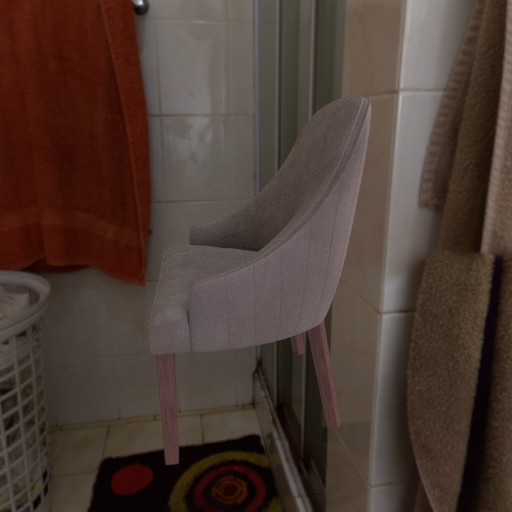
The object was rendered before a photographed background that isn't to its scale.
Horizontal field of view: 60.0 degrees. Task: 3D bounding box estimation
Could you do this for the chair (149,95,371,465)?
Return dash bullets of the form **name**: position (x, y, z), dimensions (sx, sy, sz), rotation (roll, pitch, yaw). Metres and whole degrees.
- **chair**: position (0.000, 0.000, 1.301), dimensions (0.575, 0.889, 0.643), rotation (-2, 16, -8)
